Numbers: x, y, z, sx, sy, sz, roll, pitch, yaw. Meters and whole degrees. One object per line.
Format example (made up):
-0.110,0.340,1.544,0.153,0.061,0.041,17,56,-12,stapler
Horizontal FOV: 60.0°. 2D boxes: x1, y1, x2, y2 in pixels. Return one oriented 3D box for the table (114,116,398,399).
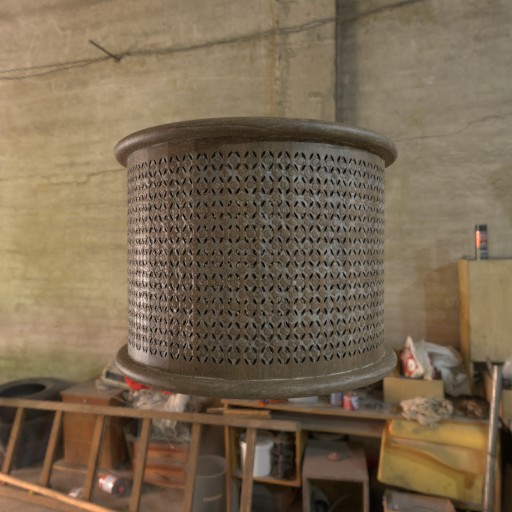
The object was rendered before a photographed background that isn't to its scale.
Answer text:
0.000,0.000,0.997,0.607,0.450,0.607,0,1,0,table
